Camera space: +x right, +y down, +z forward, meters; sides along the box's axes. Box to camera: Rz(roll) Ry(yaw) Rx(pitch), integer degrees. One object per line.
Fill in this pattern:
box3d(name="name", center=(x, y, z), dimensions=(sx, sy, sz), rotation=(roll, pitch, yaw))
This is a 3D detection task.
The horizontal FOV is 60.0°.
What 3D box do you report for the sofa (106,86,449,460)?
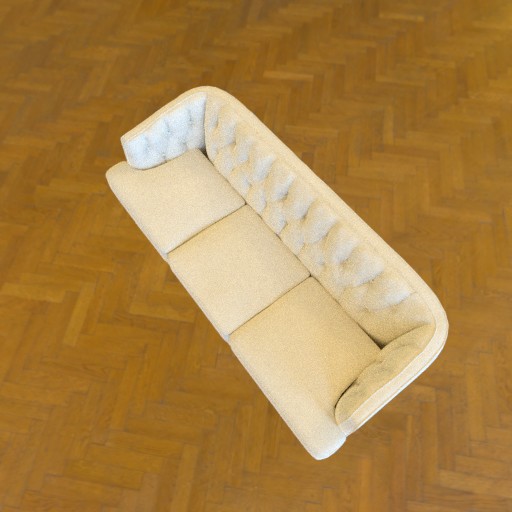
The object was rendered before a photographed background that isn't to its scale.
box3d(name="sofa", center=(0.000, 0.000, 2.776), dimensions=(0.941, 0.855, 2.278), rotation=(-34, 67, -16))
